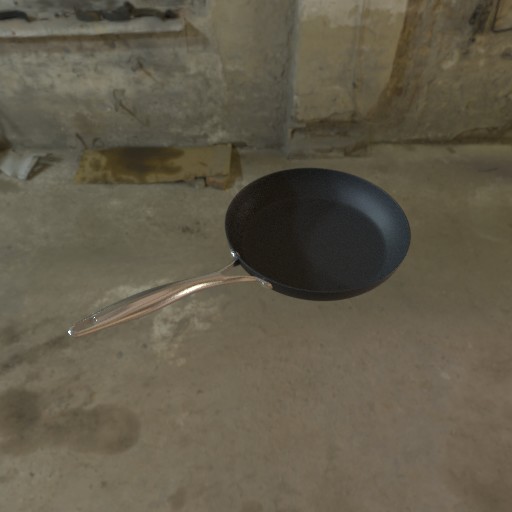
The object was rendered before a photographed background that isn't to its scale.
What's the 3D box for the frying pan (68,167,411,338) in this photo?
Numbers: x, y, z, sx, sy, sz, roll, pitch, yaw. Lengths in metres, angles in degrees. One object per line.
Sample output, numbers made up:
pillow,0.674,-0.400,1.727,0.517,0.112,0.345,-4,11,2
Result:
frying pan,0.000,0.000,0.568,0.472,0.105,0.255,-30,53,-26
